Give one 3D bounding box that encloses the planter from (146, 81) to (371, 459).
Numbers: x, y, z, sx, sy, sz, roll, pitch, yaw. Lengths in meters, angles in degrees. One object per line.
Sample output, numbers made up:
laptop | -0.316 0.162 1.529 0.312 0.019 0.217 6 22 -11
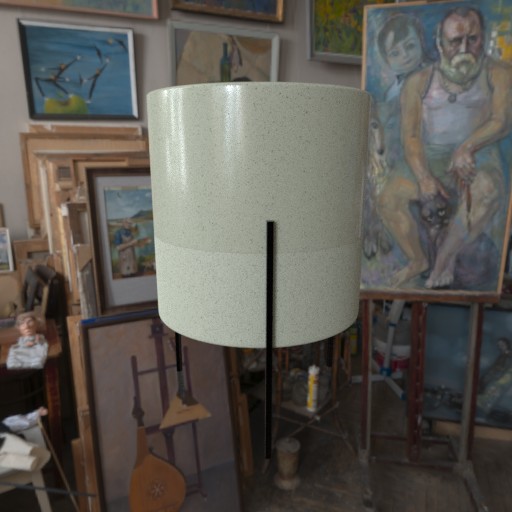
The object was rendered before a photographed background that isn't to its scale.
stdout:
planter | 0.000 0.000 0.696 0.323 0.475 0.314 7 16 25
